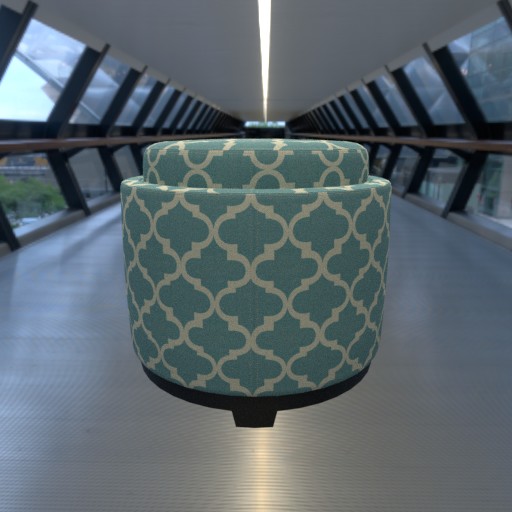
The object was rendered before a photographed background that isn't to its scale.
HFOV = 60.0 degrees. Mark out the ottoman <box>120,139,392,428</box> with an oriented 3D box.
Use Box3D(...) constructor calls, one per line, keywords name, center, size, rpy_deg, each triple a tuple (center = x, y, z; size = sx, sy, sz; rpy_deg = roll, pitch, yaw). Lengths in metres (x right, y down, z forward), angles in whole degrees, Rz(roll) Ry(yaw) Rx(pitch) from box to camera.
Box3D(name="ottoman", center=(0.000, 0.000, 0.840), size=(0.480, 0.429, 0.480), rpy_deg=(0, 14, 0))
